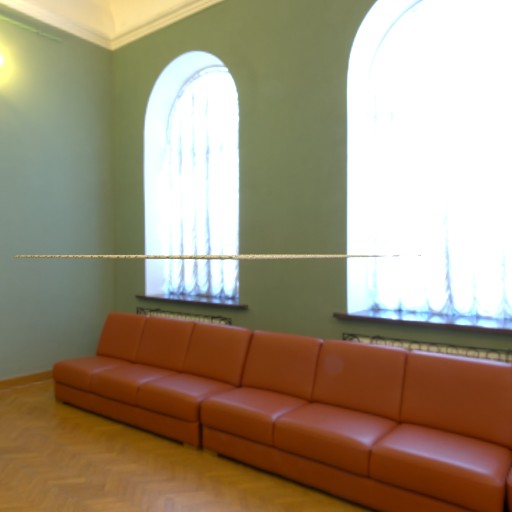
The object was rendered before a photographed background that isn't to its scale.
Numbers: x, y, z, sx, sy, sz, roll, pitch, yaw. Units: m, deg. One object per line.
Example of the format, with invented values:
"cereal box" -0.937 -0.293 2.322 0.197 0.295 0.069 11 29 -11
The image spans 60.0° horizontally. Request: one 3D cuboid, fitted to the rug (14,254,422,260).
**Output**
"rug" 0.000 0.000 2.971 1.517 0.011 2.435 0 0 35
